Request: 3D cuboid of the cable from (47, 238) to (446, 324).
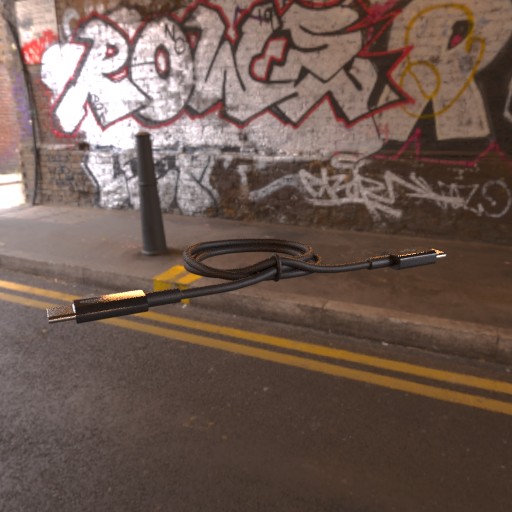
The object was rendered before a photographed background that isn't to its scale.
[{"bbox_3d":[0.000,0.000,0.220,0.192,0.014,0.070,-8,17,-26],"label":"cable"}]
